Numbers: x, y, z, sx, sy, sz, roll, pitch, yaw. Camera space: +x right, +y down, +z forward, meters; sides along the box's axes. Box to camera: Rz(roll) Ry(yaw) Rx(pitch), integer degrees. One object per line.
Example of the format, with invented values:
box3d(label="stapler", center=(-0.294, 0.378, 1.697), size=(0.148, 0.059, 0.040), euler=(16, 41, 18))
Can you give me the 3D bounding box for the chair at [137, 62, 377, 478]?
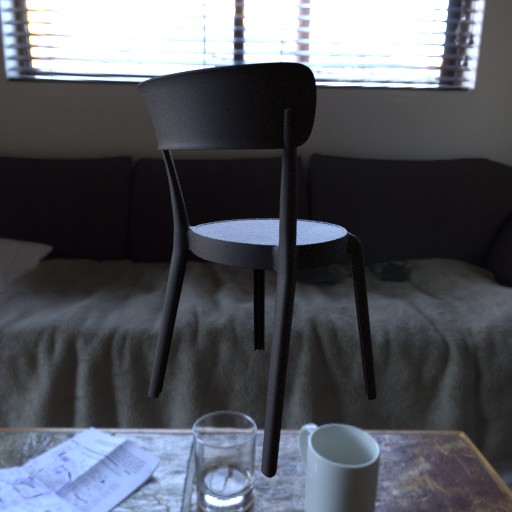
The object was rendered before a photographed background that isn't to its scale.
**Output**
box3d(label="chair", center=(0.000, 0.000, 1.093), size=(0.506, 0.790, 0.491), euler=(13, 18, 43))
